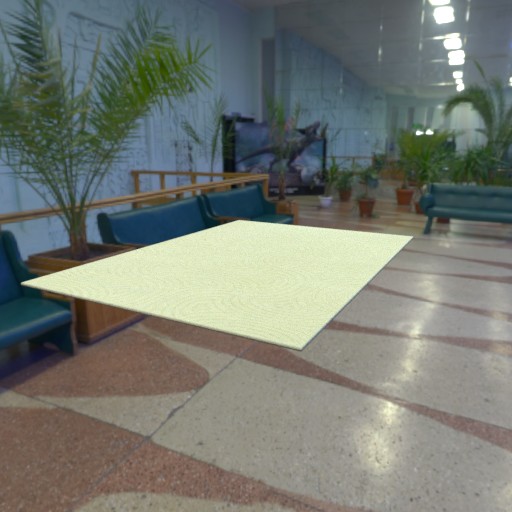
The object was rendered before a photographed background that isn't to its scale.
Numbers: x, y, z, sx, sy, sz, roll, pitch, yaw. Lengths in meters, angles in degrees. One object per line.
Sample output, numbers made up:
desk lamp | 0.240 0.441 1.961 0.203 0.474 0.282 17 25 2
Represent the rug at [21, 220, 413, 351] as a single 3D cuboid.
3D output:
rug | 0.000 0.000 2.774 1.526 0.015 2.132 8 16 28
